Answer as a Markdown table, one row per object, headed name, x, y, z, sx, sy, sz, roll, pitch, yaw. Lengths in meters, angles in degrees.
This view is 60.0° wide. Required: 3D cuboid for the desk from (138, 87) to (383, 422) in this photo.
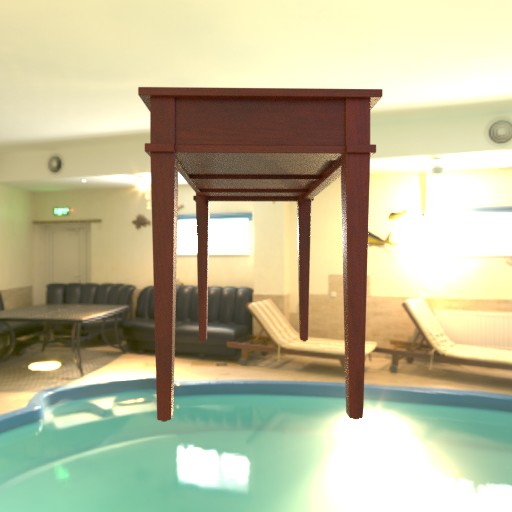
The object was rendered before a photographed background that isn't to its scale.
| name | x | y | z | sx | sy | sz | roll | pitch | yaw |
| --- | --- | --- | --- | --- | --- | --- | --- | --- | --- |
| desk | 0.000 | 0.000 | 1.496 | 0.549 | 0.762 | 1.001 | 0 | 0 | -1 |
